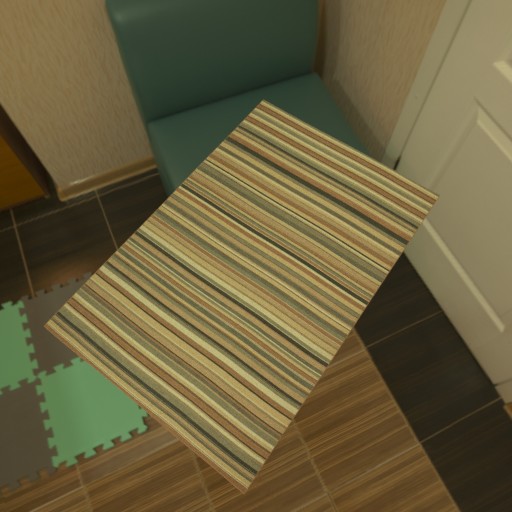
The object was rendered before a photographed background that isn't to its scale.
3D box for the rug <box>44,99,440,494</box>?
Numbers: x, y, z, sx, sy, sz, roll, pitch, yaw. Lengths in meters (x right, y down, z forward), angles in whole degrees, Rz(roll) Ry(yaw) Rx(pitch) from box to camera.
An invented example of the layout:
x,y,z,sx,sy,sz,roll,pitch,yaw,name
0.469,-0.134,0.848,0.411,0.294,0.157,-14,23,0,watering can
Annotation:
x,y,z,sx,sy,sz,roll,pitch,yaw,name
0.000,0.000,2.315,1.219,0.008,1.829,33,69,15,rug
